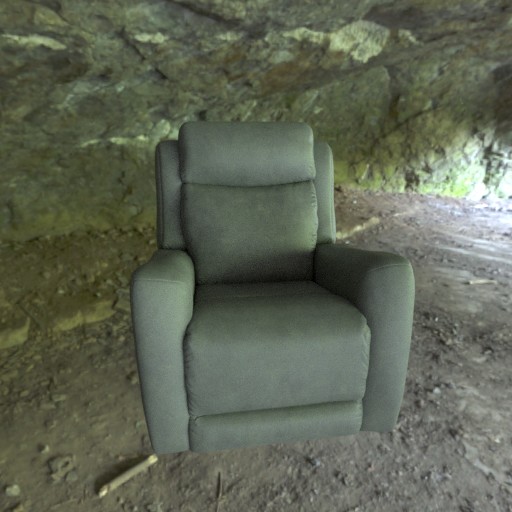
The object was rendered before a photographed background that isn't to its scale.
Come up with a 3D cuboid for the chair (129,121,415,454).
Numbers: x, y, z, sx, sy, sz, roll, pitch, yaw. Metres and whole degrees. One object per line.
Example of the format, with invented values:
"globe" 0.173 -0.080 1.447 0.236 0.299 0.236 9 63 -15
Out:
"chair" 0.000 0.000 1.885 0.967 1.116 1.068 -2 16 -8
